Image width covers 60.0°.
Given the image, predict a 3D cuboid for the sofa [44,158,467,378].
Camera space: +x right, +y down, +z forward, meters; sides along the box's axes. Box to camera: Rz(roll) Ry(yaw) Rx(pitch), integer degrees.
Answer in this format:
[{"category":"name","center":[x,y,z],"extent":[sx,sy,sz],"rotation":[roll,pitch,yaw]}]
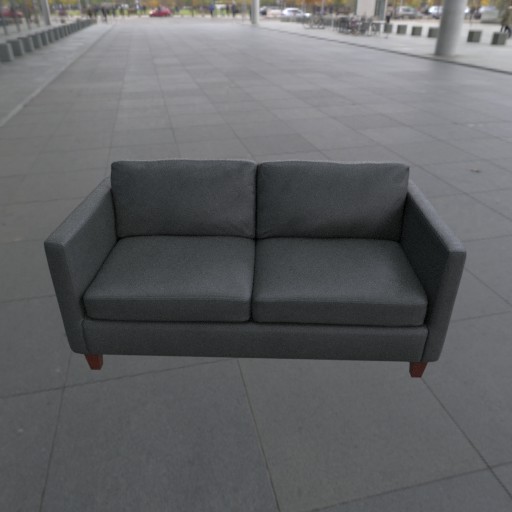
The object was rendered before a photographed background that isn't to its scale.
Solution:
[{"category":"sofa","center":[0.000,0.000,2.455],"extent":[1.883,0.933,0.951],"rotation":[1,29,2]}]
